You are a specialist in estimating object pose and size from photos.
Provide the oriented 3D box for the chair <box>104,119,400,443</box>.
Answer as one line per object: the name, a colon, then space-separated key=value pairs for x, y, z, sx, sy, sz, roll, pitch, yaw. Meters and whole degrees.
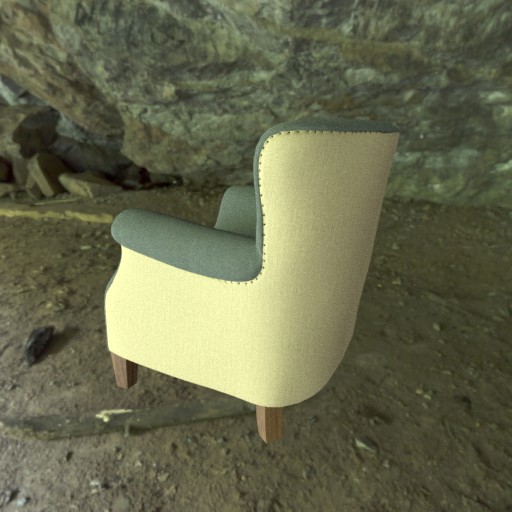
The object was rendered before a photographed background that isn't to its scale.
chair: x=0.000 y=0.000 z=1.608 sx=0.921 sy=0.936 sz=0.861 roll=8 pitch=18 yaw=26
